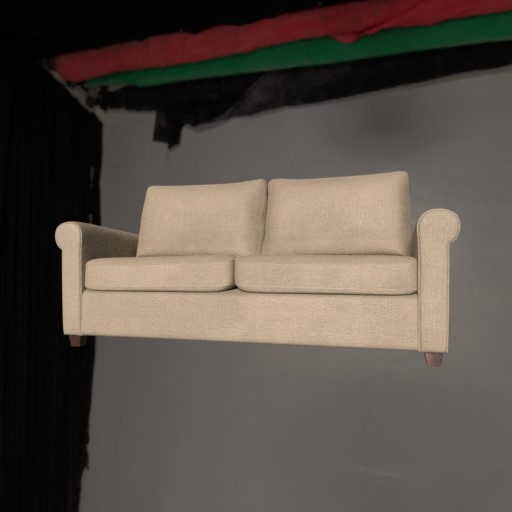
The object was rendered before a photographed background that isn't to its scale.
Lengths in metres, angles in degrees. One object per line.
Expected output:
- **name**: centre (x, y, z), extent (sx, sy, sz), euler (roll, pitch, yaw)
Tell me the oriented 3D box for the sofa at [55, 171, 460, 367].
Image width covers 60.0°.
- **sofa**: centre (0.000, 0.000, 2.424), extent (1.935, 0.942, 0.842), euler (-1, -2, 16)
